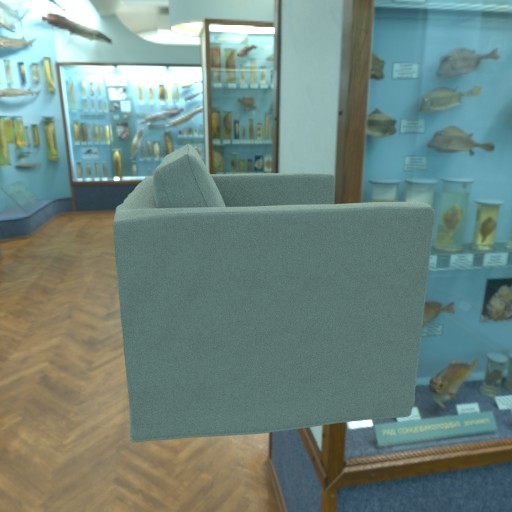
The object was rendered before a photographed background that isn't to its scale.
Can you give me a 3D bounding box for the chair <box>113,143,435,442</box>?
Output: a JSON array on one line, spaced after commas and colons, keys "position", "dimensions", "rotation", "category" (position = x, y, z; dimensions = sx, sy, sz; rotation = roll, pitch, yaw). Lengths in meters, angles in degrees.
[{"position": [0.000, 0.000, 1.782], "dimensions": [0.949, 0.863, 1.057], "rotation": [-2, 16, -8], "category": "chair"}]
